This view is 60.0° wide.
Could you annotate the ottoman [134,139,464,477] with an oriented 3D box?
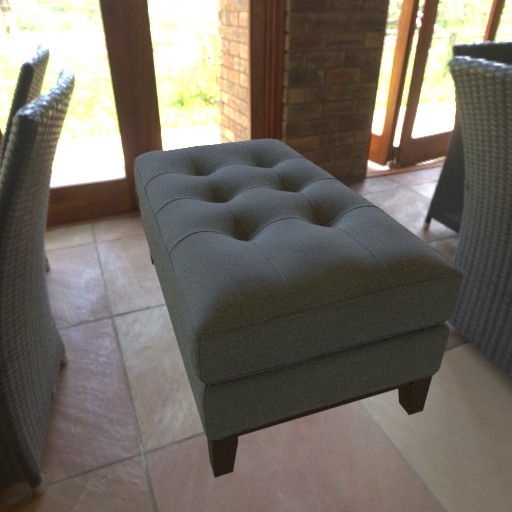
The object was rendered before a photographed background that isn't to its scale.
[{"bbox_3d":[0.000,0.000,1.463,0.648,0.514,1.143,-10,32,-17],"label":"ottoman"}]
